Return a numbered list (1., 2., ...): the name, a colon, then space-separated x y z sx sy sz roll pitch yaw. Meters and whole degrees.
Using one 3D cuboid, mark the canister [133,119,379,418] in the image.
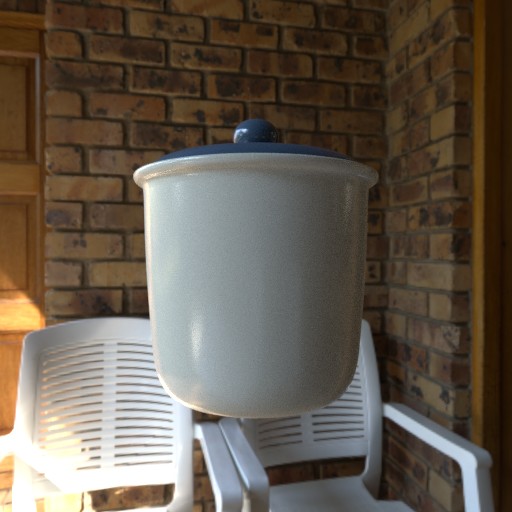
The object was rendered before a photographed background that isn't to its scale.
1. canister: 0.000 0.000 0.341 0.182 0.208 0.182 0 0 0
